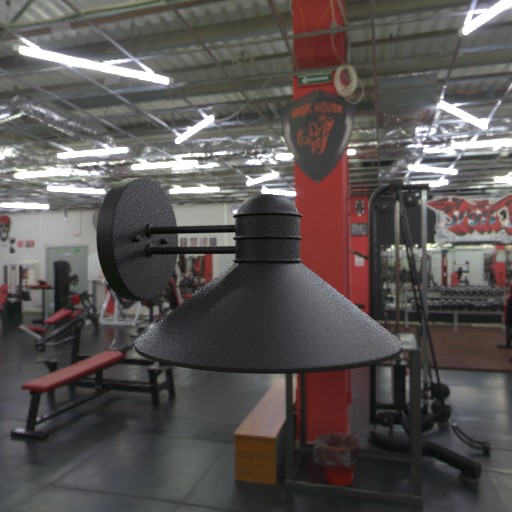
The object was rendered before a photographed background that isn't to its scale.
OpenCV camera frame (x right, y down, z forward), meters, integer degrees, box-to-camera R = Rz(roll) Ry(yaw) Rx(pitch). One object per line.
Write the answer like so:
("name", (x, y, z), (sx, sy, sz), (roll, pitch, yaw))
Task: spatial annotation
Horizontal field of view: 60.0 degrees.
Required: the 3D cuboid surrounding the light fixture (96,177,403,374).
("light fixture", (0.000, 0.000, 0.692), (0.434, 0.265, 0.396), (0, -1, 18))
